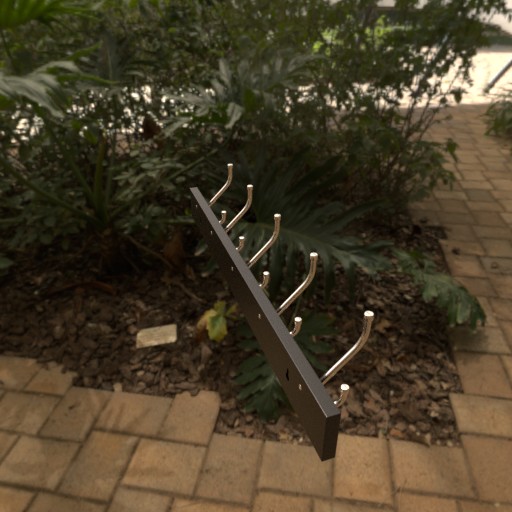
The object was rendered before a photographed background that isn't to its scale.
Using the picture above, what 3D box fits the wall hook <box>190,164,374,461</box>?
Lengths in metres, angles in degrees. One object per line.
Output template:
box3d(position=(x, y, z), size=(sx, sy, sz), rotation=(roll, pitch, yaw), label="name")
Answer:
box3d(position=(0.000, 0.000, 0.624), size=(0.071, 0.117, 0.571), rotation=(-10, 31, -17), label="wall hook")
